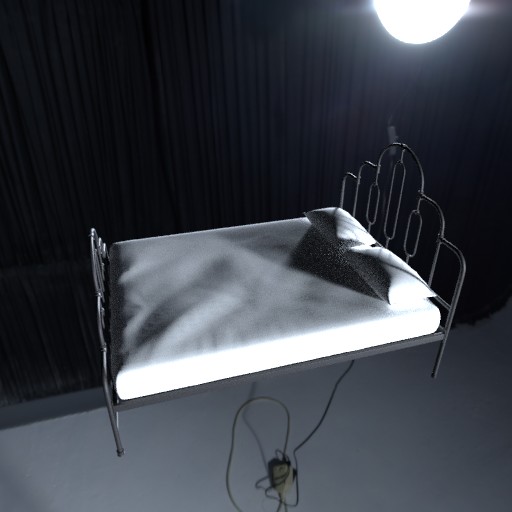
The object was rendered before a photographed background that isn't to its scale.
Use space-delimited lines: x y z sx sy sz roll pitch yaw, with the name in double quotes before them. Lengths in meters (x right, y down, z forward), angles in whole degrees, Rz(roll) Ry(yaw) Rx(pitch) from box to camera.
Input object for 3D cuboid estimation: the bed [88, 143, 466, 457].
"bed" 0.000 0.000 3.152 2.163 1.429 1.640 -9 31 -14
